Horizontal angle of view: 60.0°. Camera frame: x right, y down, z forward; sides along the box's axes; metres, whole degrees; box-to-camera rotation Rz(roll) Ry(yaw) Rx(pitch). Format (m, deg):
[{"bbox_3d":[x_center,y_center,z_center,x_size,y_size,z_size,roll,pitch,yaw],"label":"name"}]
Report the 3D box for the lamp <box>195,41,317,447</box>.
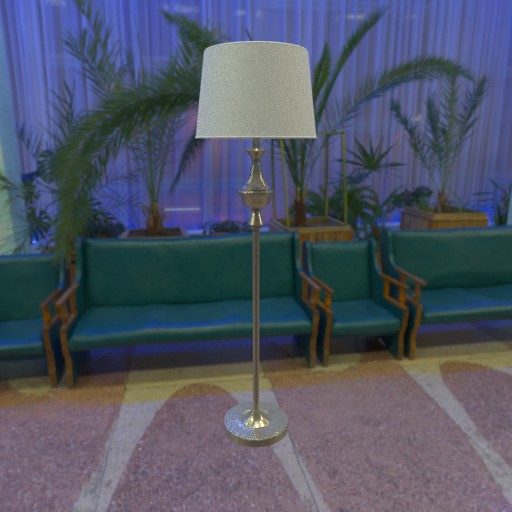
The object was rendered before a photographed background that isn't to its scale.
[{"bbox_3d":[0.000,0.000,1.692,0.431,1.488,0.431,0,15,0],"label":"lamp"}]
